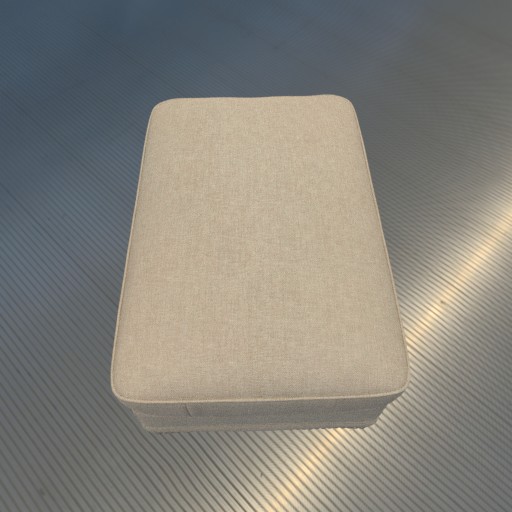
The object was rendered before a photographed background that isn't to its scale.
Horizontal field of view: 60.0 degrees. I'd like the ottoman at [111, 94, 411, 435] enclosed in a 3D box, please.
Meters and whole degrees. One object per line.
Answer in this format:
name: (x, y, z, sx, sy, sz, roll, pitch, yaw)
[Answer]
ottoman: (0.000, 0.000, 1.129, 0.559, 0.458, 0.813, -1, 59, -1)
